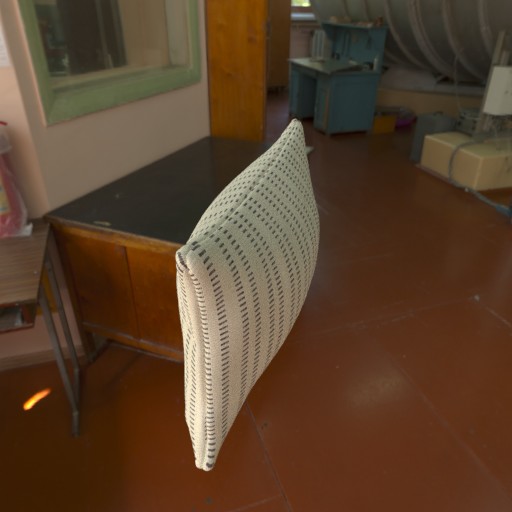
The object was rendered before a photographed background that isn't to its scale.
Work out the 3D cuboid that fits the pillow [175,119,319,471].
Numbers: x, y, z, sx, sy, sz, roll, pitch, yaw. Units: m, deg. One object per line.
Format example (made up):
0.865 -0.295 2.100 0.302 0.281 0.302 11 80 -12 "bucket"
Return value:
0.000 0.000 0.804 0.210 0.353 0.640 8 31 13 "pillow"
